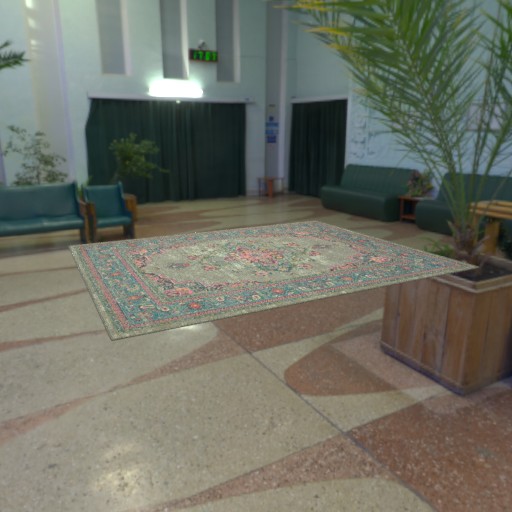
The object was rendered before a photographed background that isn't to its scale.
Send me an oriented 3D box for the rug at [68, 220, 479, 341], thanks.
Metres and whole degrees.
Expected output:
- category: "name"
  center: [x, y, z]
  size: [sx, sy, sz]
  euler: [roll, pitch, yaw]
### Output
- category: "rug"
  center: [0.000, 0.000, 4.158]
  size: [3.057, 0.013, 2.434]
  euler: [-8, 17, -26]
